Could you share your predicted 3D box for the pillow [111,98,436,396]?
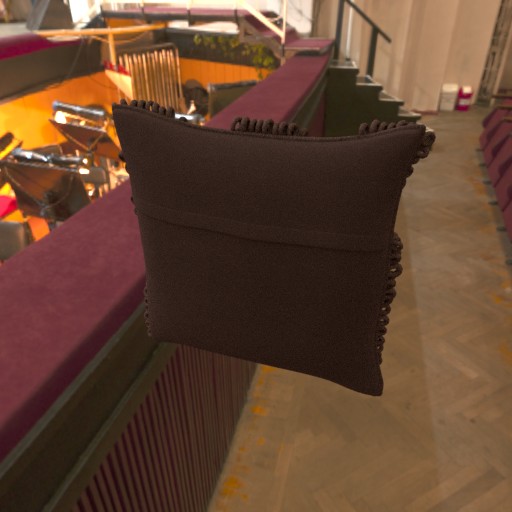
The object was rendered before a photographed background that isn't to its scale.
[{"bbox_3d":[0.000,0.000,0.724,0.470,0.467,0.172,10,33,16],"label":"pillow"}]
